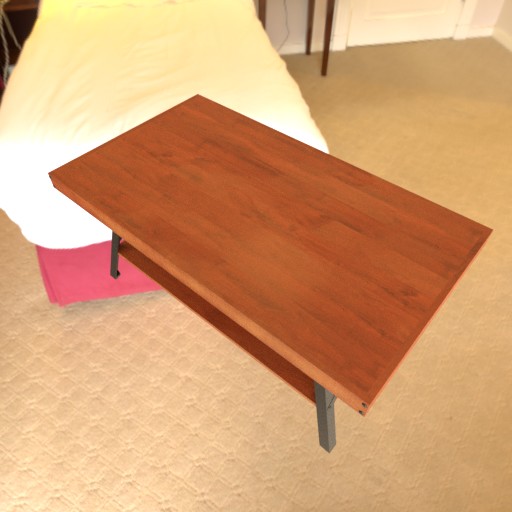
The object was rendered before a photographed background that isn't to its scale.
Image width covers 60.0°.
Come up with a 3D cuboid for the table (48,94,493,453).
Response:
[{"bbox_3d":[0.000,0.000,1.372,1.067,0.457,0.610,32,56,26],"label":"table"}]
